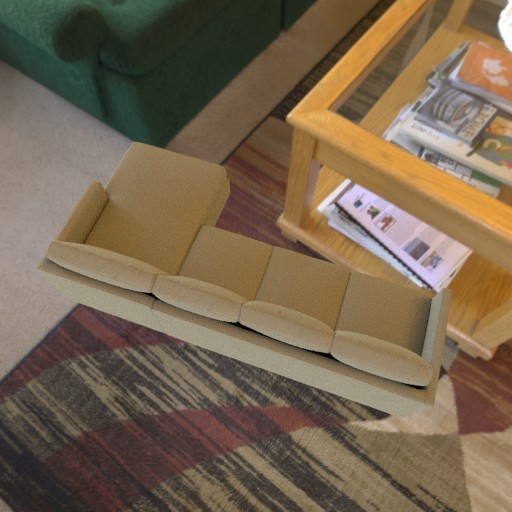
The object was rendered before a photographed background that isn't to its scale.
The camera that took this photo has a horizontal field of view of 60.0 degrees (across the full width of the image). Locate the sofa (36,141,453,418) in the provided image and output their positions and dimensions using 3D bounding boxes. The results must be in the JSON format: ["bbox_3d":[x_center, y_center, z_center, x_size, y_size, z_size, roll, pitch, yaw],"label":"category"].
[{"bbox_3d":[0.000,0.000,3.845,3.177,0.867,1.622,17,65,8],"label":"sofa"}]
